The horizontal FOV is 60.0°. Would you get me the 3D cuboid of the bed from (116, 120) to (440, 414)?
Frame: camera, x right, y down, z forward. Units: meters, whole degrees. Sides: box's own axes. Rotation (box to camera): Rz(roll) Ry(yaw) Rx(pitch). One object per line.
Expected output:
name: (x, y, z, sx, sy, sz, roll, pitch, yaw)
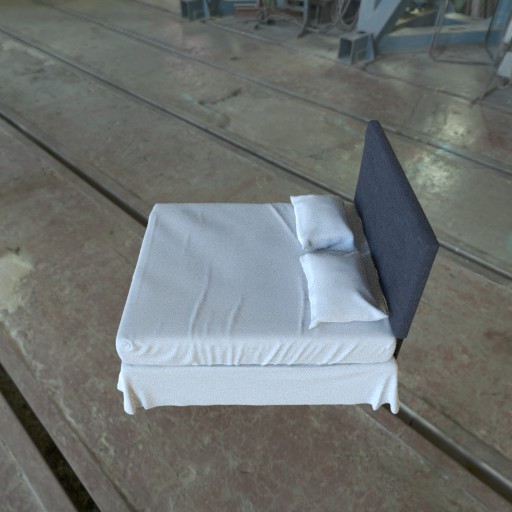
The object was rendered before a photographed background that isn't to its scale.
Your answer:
bed: (0.000, 0.000, 3.579, 2.222, 1.577, 1.936, 0, 42, 0)
